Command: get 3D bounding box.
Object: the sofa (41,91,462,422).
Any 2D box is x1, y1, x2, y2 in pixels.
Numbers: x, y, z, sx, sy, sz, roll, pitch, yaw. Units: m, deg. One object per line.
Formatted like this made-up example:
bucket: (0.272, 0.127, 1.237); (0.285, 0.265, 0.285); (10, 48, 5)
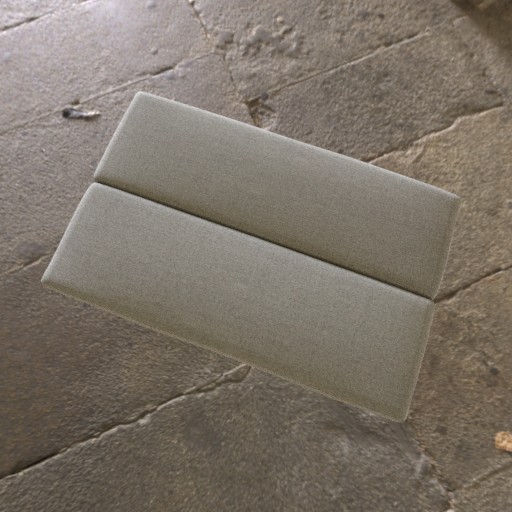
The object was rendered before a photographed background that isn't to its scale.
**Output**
sofa: (0.000, 0.000, 1.659); (1.250, 0.434, 0.817); (20, 75, 6)
